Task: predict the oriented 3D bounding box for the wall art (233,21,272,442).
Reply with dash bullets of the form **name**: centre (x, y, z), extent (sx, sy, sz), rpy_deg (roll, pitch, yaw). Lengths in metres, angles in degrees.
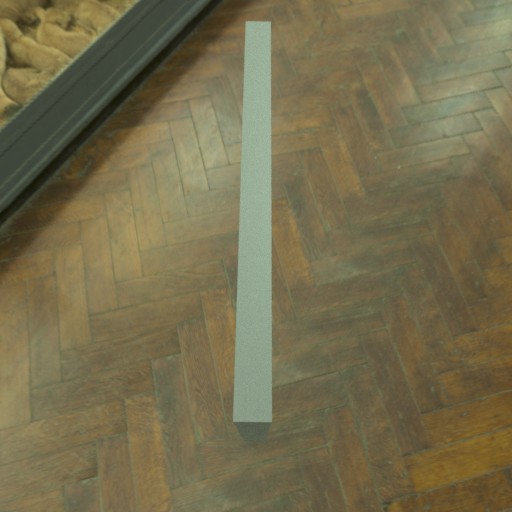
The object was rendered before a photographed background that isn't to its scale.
- **wall art**: centre (0.000, 0.000, 0.743), extent (0.037, 0.450, 0.557), rpy_deg (1, 65, 0)
